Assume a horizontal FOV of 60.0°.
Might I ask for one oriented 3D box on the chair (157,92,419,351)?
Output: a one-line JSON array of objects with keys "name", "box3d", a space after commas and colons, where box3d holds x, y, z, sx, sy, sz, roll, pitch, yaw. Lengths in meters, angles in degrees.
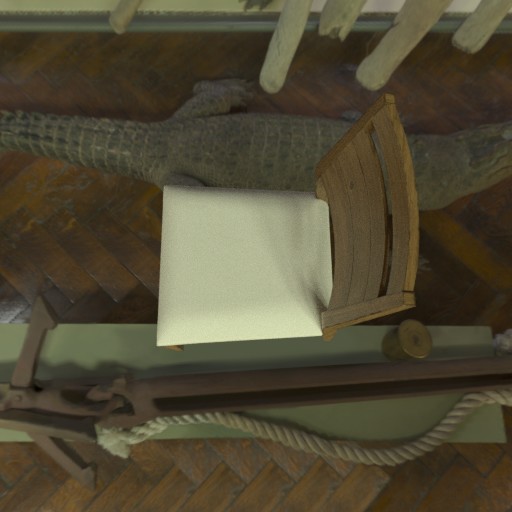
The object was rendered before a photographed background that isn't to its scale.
[{"name": "chair", "box3d": [0.000, 0.000, 1.276, 0.610, 0.939, 0.497, 0, 76, 0]}]
